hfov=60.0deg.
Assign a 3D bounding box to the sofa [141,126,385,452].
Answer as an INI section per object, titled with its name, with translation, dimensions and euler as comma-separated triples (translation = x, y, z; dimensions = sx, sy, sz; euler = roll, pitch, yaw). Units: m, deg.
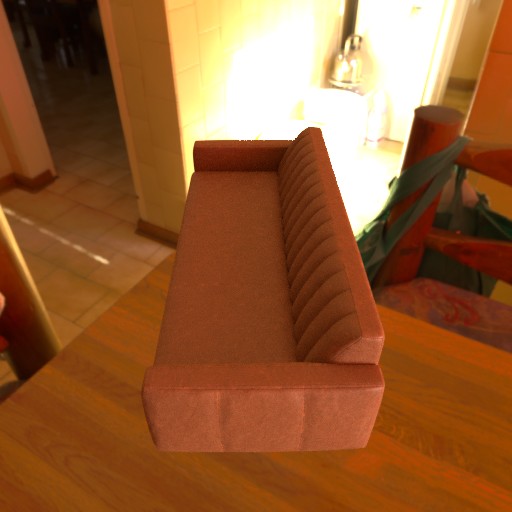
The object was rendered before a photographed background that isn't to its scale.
[sofa]
translation = 0.000, 0.000, 2.719
dimensions = 0.990, 0.821, 2.291
euler = 0, 40, -1
